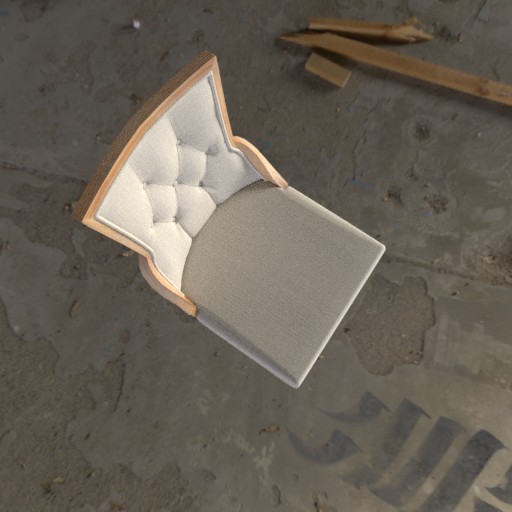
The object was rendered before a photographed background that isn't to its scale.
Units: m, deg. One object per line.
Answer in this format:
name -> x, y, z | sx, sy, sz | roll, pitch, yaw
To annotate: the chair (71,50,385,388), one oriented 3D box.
chair -> 0.000, 0.000, 1.340 | 0.641, 0.947, 0.524 | 33, 79, 7
